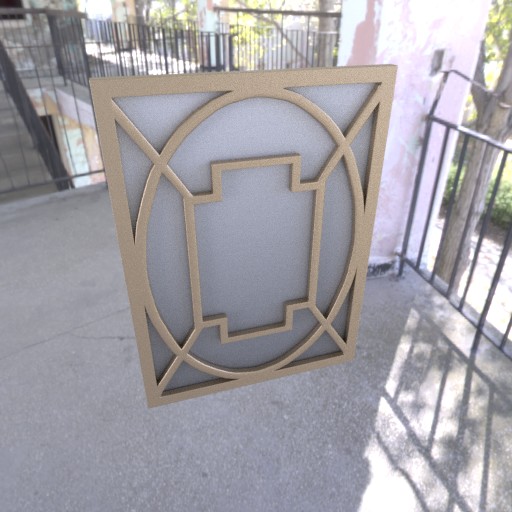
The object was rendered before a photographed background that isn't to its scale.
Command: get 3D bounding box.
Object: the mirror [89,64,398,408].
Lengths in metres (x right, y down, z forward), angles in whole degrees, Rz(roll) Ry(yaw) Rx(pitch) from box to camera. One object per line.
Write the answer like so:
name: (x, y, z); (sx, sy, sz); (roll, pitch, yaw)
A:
mirror: (0.000, 0.000, 1.316); (0.756, 1.023, 0.032); (-9, 32, -15)
